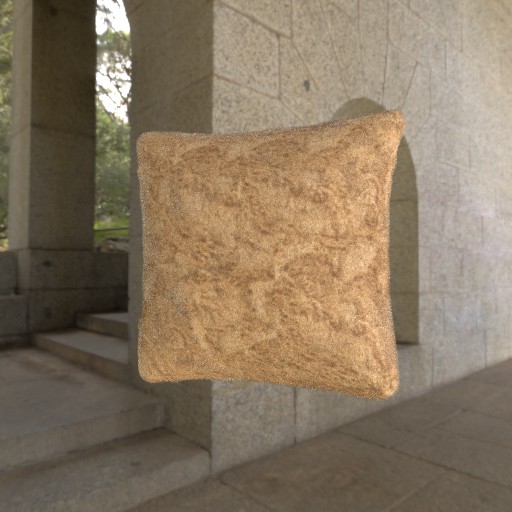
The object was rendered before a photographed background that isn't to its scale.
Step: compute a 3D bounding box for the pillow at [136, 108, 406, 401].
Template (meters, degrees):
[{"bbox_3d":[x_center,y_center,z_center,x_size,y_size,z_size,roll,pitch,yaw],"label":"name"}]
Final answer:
[{"bbox_3d":[0.000,0.000,0.829,0.538,0.525,0.216,0,-2,18],"label":"pillow"}]
